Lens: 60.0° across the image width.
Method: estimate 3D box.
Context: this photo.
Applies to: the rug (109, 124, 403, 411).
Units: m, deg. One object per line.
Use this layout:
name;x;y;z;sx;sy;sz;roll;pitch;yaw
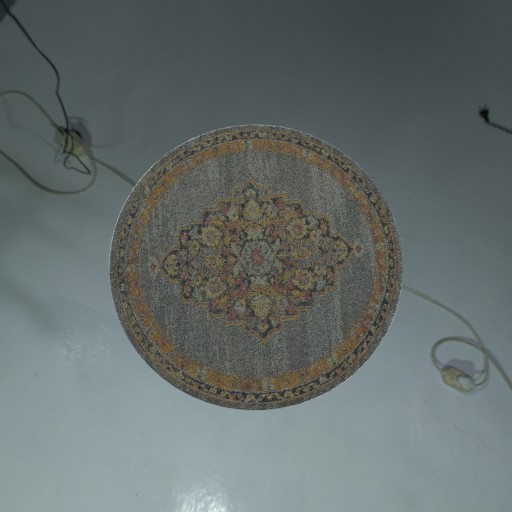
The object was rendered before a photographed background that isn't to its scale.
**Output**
rug;0.000;0.000;2.415;1.598;0.010;1.598;0;76;0
